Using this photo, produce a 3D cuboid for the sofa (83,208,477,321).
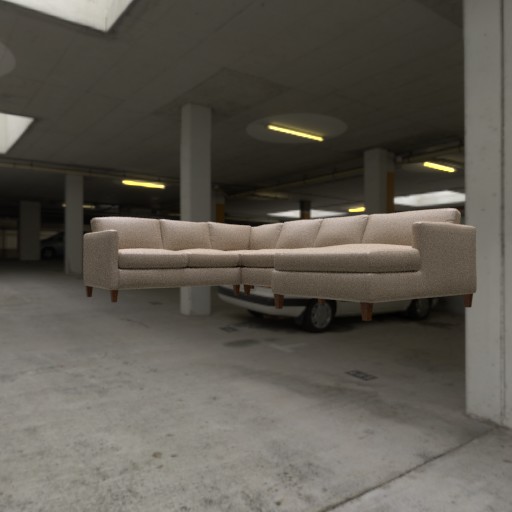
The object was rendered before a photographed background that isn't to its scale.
[{"bbox_3d":[0.000,0.000,4.680,2.594,0.961,3.460,0,-1,-38],"label":"sofa"}]
